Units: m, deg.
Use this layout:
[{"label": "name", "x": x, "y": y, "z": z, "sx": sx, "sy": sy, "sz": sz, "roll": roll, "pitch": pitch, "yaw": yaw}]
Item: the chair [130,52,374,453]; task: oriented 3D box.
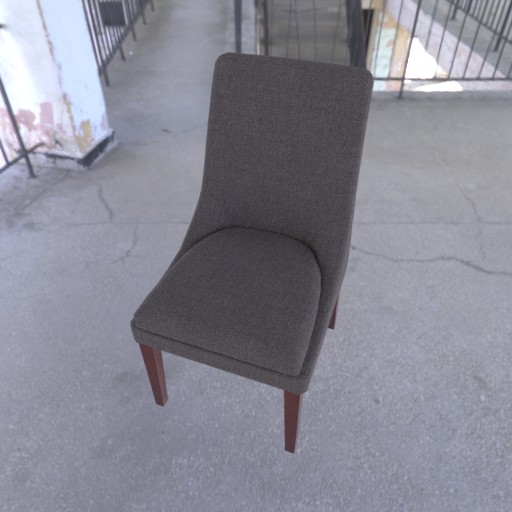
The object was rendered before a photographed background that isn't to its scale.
[{"label": "chair", "x": 0.000, "y": 0.000, "z": 1.327, "sx": 0.508, "sy": 0.952, "sz": 0.655, "roll": 14, "pitch": 43, "yaw": 15}]
